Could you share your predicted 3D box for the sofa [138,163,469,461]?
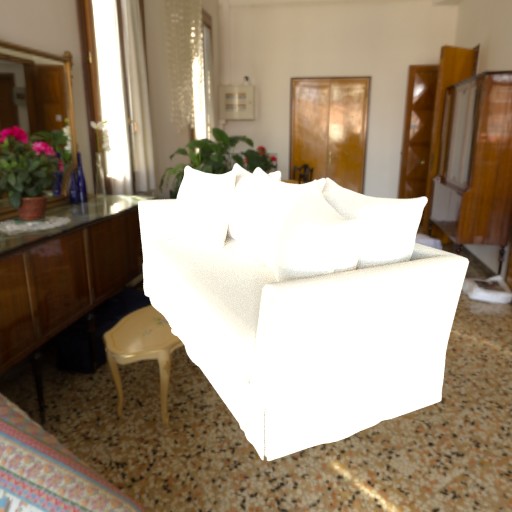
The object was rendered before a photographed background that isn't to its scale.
[{"bbox_3d":[0.000,0.000,2.768,1.031,1.034,2.290,-7,17,-25],"label":"sofa"}]
